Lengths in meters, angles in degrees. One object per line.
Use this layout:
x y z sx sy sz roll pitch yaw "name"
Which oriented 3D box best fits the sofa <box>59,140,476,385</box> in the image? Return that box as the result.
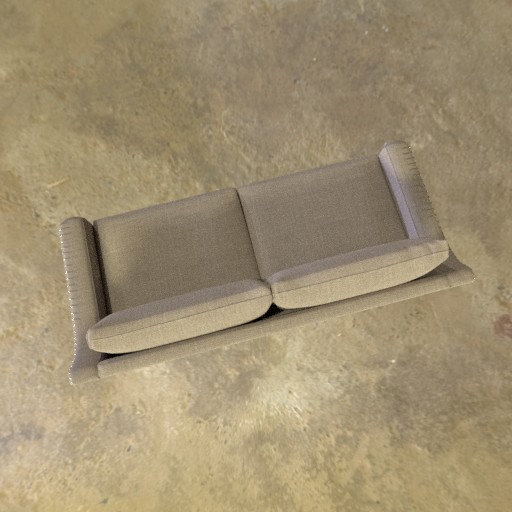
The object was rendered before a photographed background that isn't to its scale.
0.000 0.000 2.706 2.208 0.857 1.000 -14 76 -4 "sofa"
